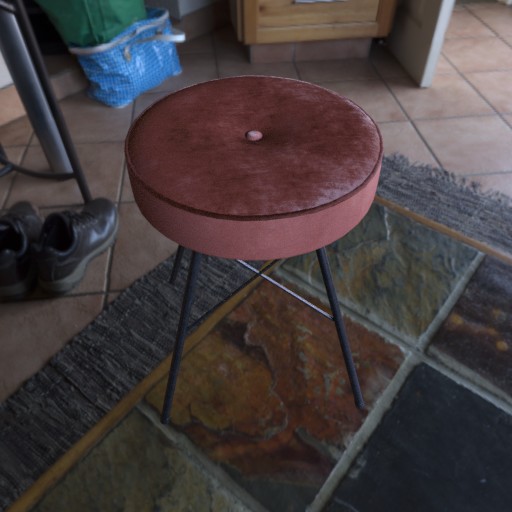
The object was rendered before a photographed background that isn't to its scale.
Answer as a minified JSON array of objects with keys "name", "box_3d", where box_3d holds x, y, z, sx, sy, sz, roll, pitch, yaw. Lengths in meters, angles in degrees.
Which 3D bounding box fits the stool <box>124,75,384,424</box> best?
[{"name":"stool","box_3d":[0.000,0.000,0.908,0.457,0.593,0.421,-3,47,-3]}]
